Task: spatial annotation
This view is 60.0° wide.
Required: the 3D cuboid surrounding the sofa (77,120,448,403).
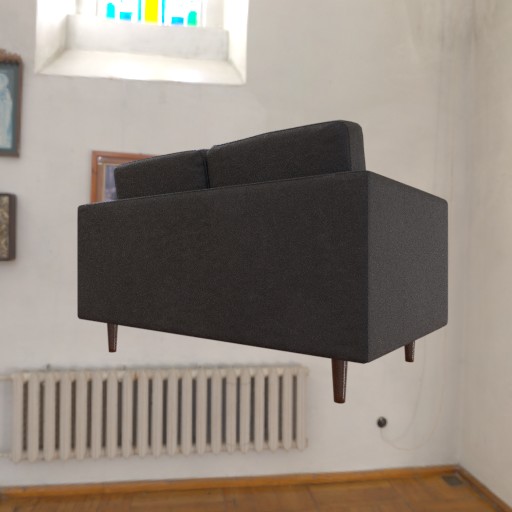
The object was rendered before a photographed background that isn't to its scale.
[{"bbox_3d":[0.000,0.000,1.979,1.430,0.899,0.879,0,0,37],"label":"sofa"}]
